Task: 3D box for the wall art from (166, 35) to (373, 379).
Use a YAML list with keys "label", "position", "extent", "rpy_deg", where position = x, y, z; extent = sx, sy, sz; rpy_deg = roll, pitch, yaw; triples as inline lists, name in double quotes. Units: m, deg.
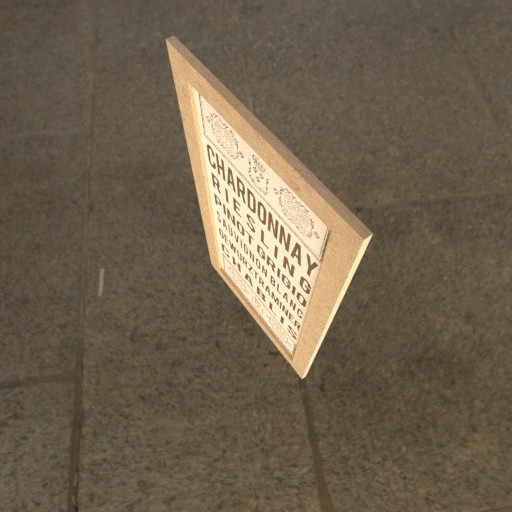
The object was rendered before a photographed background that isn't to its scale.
- label: "wall art"
  position: [0.000, 0.000, 0.824]
  extent: [0.013, 0.683, 0.381]
  rpy_deg: [-34, 68, -16]
